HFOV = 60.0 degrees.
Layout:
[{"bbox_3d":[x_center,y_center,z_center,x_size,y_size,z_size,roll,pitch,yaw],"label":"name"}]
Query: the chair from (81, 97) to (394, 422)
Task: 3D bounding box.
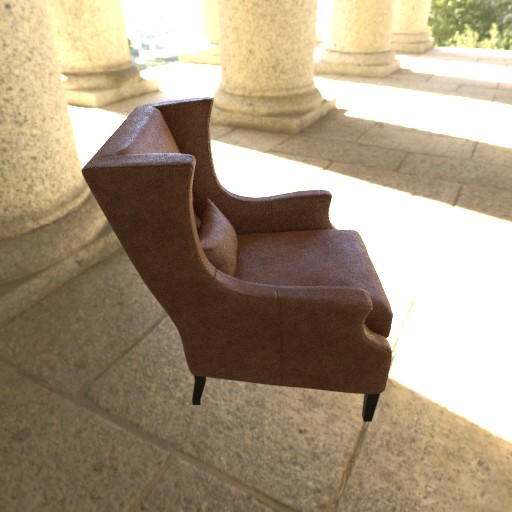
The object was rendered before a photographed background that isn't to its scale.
[{"bbox_3d":[0.000,0.000,1.687,0.926,1.016,0.853,0,32,0],"label":"chair"}]
